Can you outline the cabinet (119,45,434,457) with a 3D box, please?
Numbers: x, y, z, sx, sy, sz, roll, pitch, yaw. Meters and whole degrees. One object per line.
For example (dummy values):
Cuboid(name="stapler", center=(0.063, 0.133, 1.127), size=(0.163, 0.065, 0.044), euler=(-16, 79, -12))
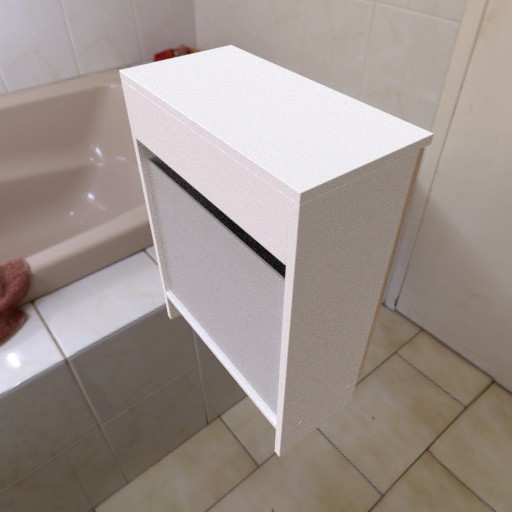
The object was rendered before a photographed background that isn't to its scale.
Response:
Cuboid(name="cabinet", center=(0.000, 0.000, 1.123), size=(0.296, 0.815, 0.600), euler=(-27, 48, -27))
